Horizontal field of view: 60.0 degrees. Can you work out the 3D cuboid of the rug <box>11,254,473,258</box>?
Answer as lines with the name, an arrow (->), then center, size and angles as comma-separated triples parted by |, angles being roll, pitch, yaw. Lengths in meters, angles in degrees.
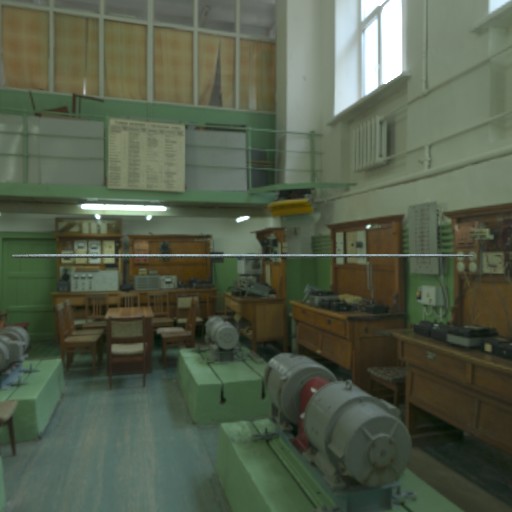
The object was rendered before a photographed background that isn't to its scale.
rug -> 0.000, 0.000, 2.648 | 2.452, 0.017, 0.855 | 0, 0, -18
